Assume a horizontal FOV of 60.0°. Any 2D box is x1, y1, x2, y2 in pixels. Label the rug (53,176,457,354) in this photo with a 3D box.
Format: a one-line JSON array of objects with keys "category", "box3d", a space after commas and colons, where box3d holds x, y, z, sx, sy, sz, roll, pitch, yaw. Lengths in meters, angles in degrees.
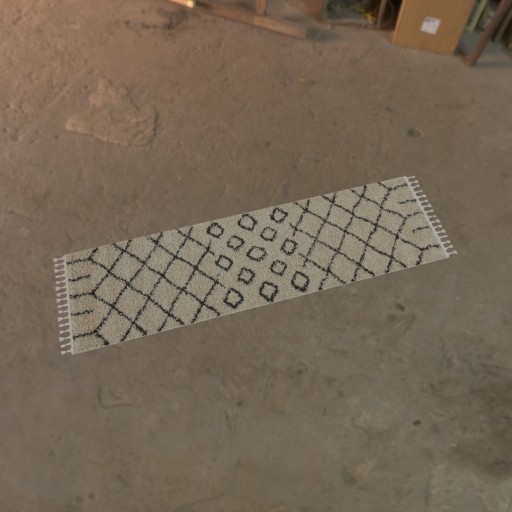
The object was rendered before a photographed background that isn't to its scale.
[{"category": "rug", "box3d": [0.000, 0.000, 2.790, 2.464, 0.005, 0.660, -14, 63, -7]}]
